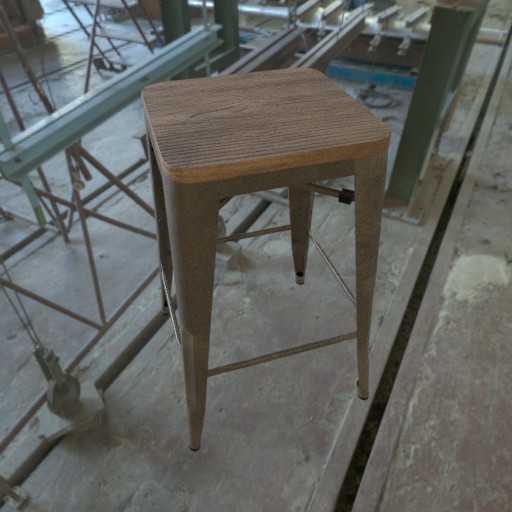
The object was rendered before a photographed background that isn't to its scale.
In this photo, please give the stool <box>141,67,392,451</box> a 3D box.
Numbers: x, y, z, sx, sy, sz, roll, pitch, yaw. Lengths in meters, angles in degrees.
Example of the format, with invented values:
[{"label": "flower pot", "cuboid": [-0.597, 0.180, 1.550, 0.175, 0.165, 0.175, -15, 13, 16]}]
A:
[{"label": "stool", "cuboid": [0.000, 0.000, 0.885, 0.407, 0.607, 0.407, -12, 42, -13]}]
